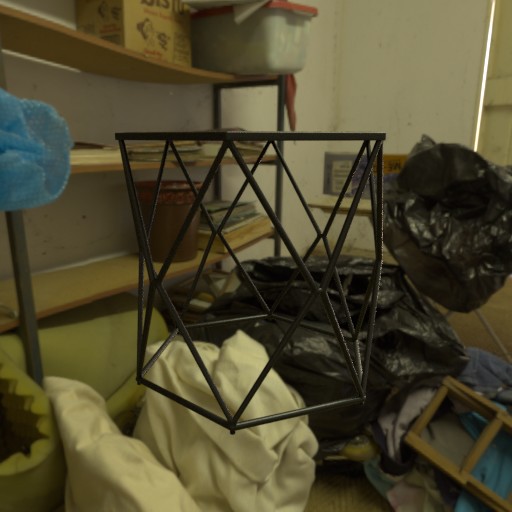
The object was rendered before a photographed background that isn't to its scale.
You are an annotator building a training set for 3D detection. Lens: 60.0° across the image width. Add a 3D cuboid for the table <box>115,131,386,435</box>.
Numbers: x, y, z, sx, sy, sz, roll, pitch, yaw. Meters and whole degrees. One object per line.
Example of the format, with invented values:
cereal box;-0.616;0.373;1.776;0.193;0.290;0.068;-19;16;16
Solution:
table;0.000;0.000;1.052;0.579;0.564;0.578;2;15;9
